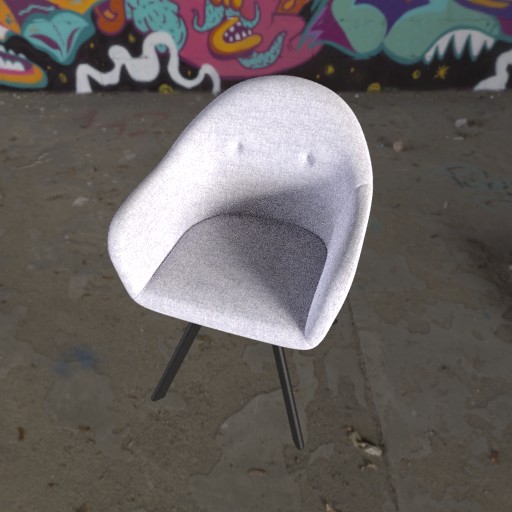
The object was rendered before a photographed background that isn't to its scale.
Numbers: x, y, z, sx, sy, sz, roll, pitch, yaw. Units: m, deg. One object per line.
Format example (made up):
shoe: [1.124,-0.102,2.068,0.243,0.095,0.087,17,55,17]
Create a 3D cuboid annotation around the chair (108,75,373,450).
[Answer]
chair: [0.000,0.000,1.188,0.540,0.780,0.570,13,43,14]
